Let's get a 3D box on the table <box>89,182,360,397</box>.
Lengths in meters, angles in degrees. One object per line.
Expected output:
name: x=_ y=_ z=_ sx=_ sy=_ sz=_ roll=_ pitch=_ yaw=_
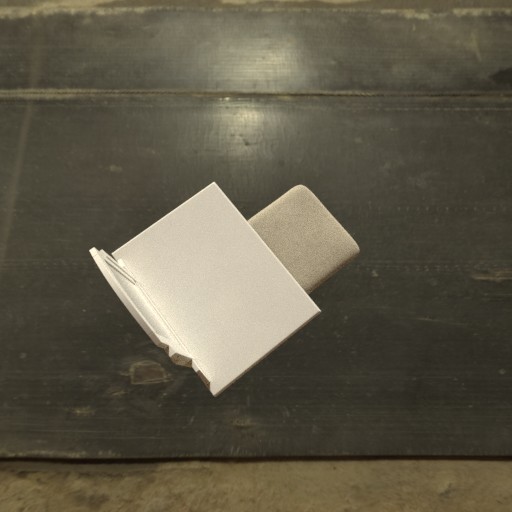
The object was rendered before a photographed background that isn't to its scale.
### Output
table: x=0.000 y=0.000 z=2.325 sx=1.211 sy=1.631 sz=0.876 roll=-37 pitch=77 yaw=-10
